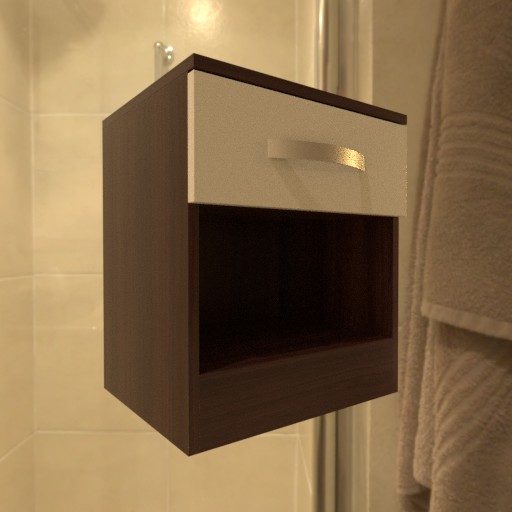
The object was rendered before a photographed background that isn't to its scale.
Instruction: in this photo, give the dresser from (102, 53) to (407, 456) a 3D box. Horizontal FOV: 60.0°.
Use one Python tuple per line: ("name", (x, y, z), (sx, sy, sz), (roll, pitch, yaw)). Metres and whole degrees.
("dresser", (0.000, 0.000, 0.749), (0.400, 0.470, 0.360), (-1, 1, -36))
